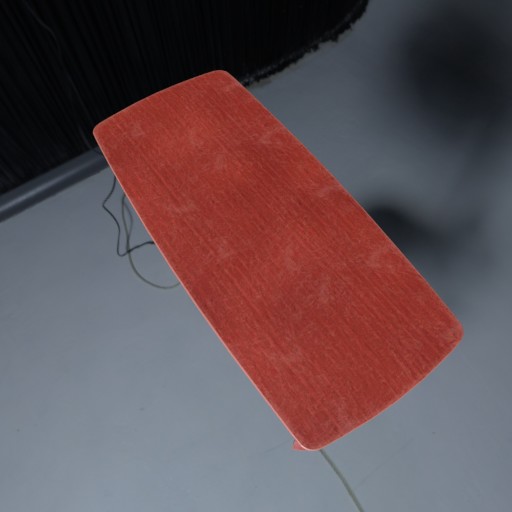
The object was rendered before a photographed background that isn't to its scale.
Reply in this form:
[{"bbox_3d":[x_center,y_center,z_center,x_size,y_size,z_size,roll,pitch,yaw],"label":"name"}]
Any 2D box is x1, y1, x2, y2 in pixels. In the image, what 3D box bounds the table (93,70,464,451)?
[{"bbox_3d":[0.000,0.000,1.488,0.561,0.473,1.216,-31,67,-15],"label":"table"}]
